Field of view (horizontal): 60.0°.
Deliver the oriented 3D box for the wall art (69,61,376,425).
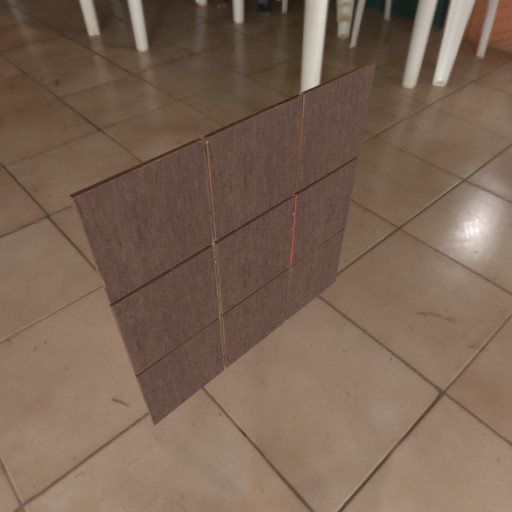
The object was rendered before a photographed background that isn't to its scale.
[{"bbox_3d":[0.000,0.000,1.341,0.915,0.914,0.013,-33,53,-29],"label":"wall art"}]
